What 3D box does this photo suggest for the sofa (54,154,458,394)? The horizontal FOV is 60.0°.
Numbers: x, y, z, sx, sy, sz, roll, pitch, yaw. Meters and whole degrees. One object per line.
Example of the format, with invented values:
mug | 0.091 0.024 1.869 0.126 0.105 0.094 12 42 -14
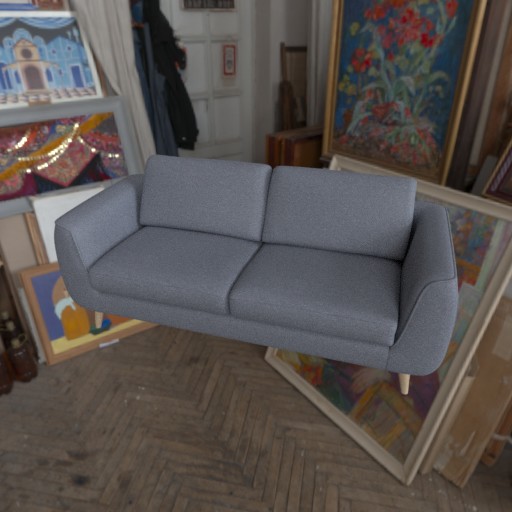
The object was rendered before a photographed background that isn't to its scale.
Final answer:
sofa | 0.000 0.000 2.506 2.000 0.870 0.920 8 29 16
